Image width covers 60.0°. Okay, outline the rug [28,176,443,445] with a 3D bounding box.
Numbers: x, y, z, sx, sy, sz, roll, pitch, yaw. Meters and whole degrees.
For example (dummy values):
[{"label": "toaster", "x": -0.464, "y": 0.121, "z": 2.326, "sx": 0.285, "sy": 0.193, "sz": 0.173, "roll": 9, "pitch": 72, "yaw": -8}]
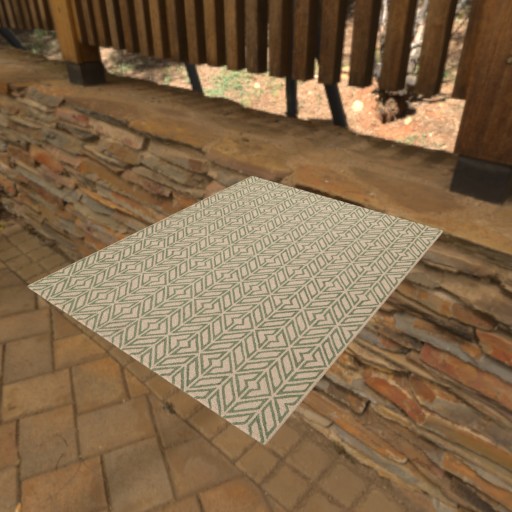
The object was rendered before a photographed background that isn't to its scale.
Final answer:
[{"label": "rug", "x": 0.000, "y": 0.000, "z": 4.067, "sx": 2.441, "sy": 0.017, "sz": 3.050, "roll": 22, "pitch": 38, "yaw": 31}]
